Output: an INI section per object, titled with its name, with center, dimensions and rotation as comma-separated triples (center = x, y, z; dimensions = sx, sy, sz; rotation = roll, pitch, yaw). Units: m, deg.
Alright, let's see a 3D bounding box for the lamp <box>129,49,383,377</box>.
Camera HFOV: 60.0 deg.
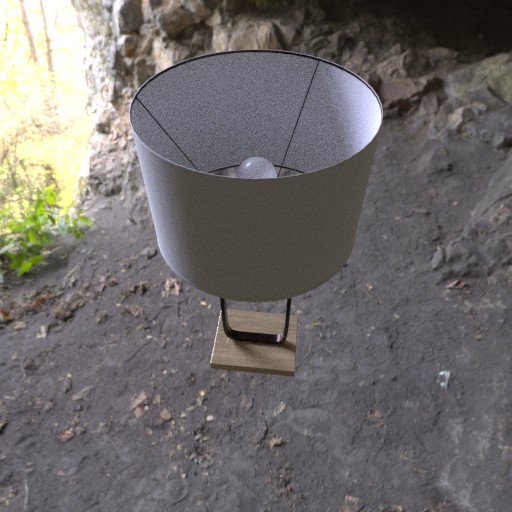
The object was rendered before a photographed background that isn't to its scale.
[lamp]
center = 0.000, 0.000, 0.681
dimensions = 0.279, 0.508, 0.279
rotation = 5, 48, 4
